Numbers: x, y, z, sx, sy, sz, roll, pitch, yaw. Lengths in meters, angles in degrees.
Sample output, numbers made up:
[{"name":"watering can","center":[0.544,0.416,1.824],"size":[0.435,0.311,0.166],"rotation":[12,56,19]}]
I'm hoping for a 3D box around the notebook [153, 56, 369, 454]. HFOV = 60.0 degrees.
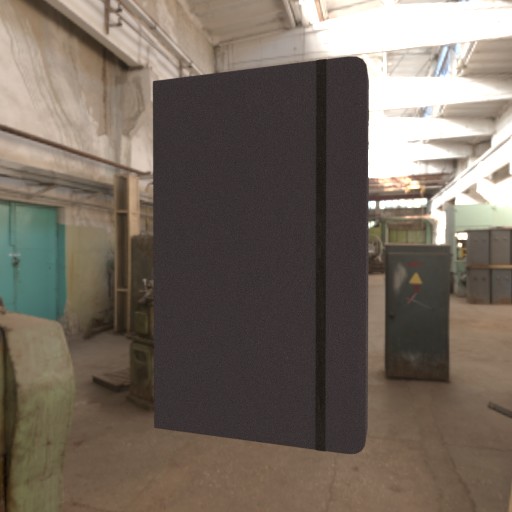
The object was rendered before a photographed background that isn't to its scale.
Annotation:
[{"name":"notebook","center":[0.000,0.000,0.259],"size":[0.127,0.213,0.016],"rotation":[0,1,17]}]
